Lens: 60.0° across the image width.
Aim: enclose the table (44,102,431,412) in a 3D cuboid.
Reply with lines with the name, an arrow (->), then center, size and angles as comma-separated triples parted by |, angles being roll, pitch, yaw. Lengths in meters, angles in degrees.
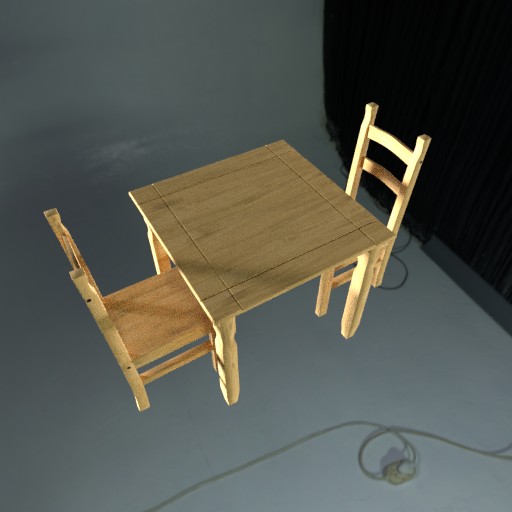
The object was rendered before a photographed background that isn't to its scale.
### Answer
table -> 0.000, 0.000, 2.039 | 1.501, 0.942, 0.813 | -24, 51, -21
